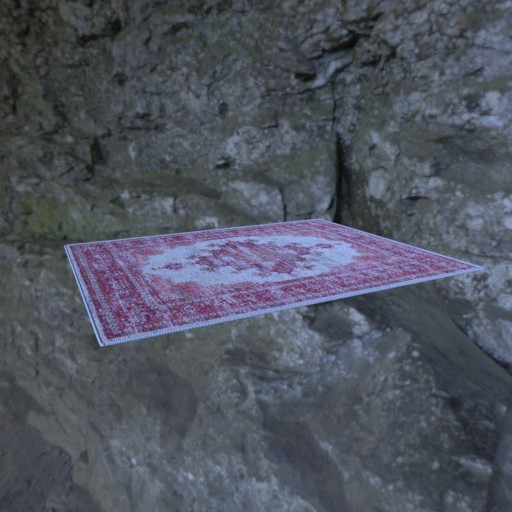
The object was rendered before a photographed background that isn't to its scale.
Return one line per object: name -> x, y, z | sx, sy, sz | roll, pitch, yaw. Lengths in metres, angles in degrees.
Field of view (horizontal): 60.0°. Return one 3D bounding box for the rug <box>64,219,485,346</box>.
rug -> 0.000, 0.000, 4.121 | 3.123, 0.017, 2.447 | -8, 18, -26
